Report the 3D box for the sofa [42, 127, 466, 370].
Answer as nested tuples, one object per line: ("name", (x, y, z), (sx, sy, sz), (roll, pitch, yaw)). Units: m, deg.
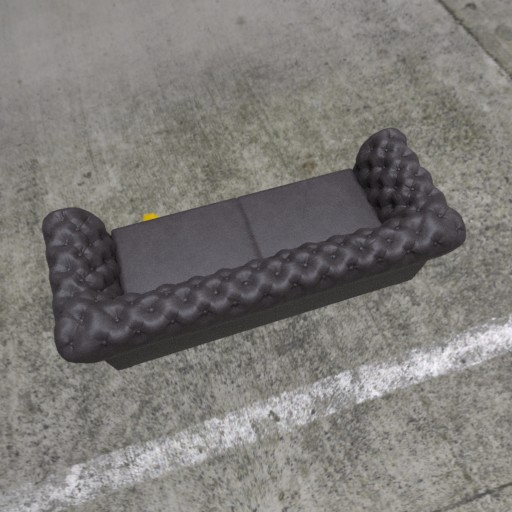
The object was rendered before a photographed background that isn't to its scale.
("sofa", (0.000, 0.000, 2.835), (2.385, 0.783, 0.944), (-16, 60, -9))
